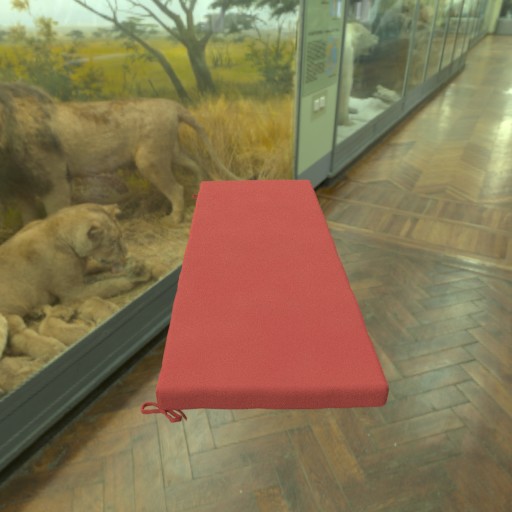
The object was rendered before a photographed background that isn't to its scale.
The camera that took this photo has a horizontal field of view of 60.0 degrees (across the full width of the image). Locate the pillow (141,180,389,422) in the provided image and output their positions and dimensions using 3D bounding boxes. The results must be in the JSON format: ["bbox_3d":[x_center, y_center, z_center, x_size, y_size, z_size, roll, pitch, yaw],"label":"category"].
[{"bbox_3d":[0.000,0.000,1.354,0.492,0.081,1.187,-1,30,-1],"label":"pillow"}]
